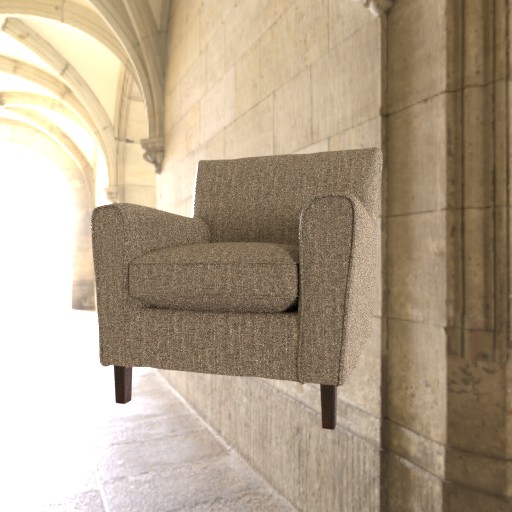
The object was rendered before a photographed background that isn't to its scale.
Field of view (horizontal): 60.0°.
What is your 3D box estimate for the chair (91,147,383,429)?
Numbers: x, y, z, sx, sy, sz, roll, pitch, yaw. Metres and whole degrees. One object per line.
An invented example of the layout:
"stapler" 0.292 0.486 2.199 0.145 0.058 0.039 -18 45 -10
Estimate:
"chair" 0.000 0.000 1.633 0.864 0.928 0.873 0 0 18
